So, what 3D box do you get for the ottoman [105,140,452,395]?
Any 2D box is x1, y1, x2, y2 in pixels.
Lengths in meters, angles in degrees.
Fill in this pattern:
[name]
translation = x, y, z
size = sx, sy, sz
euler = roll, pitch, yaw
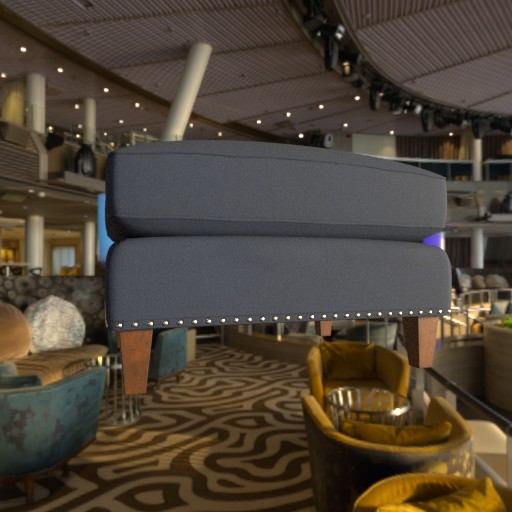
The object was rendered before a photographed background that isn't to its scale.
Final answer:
[ottoman]
translation = 0.000, 0.000, 1.147
size = 0.741, 0.513, 0.584
euler = 0, -1, -19
